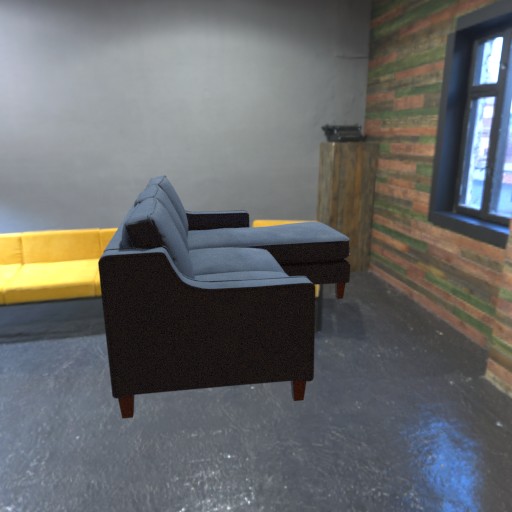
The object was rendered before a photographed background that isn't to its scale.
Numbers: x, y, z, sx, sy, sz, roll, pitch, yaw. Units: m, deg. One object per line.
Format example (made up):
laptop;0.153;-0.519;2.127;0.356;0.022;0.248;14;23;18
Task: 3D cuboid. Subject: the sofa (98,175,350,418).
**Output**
sofa;0.000;0.000;3.350;1.858;1.066;2.317;-3;15;-9
